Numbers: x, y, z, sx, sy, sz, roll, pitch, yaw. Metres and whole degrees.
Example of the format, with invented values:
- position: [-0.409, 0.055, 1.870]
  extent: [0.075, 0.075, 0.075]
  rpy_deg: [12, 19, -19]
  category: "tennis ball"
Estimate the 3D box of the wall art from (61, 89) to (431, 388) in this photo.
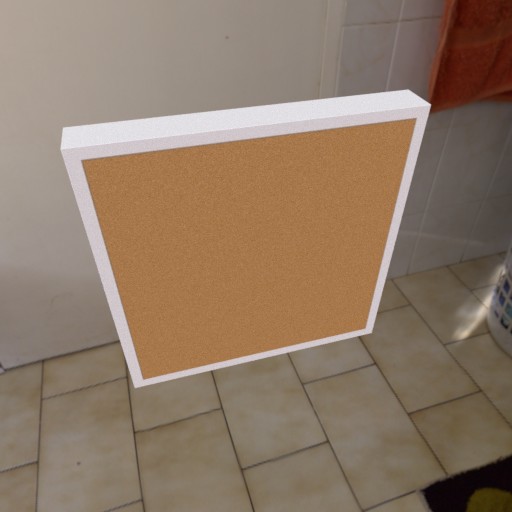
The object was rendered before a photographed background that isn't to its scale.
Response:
- position: [0.000, 0.000, 0.465]
  extent: [0.305, 0.305, 0.038]
  rpy_deg: [-10, 41, -12]
  category: "wall art"
